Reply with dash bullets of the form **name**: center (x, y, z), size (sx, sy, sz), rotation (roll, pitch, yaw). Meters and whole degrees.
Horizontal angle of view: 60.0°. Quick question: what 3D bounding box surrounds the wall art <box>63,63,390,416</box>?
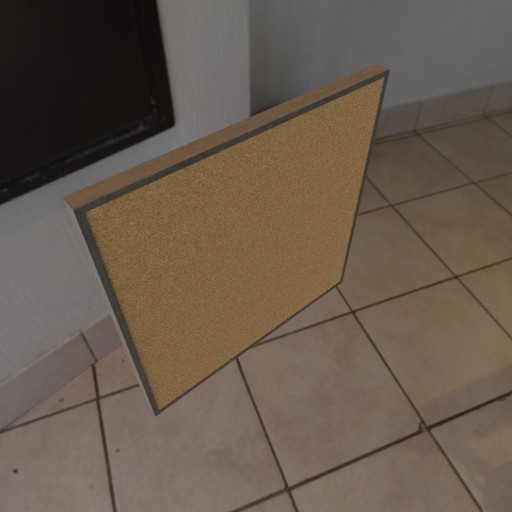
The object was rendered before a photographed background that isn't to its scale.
- **wall art**: center (0.000, 0.000, 1.129), size (0.758, 0.758, 0.039), rotation (-31, 54, -26)
